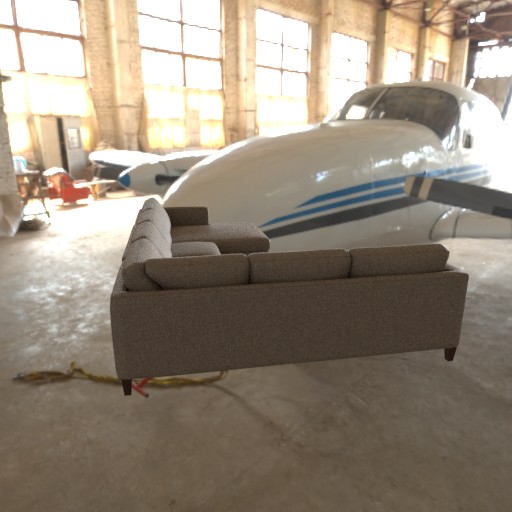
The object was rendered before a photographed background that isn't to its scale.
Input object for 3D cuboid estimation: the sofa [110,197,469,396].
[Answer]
[{"bbox_3d":[0.000,0.000,4.630,2.551,0.889,3.403,-3,16,-11],"label":"sofa"}]
